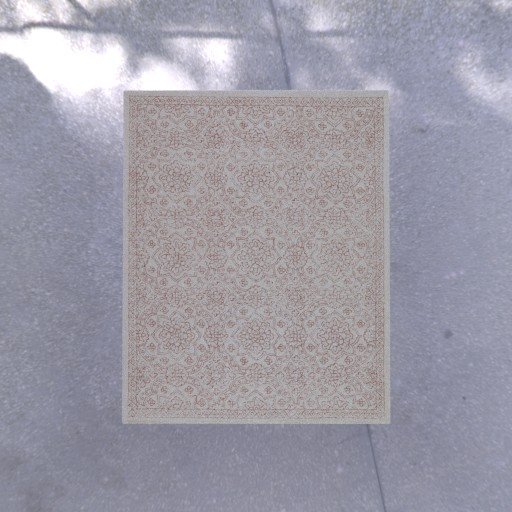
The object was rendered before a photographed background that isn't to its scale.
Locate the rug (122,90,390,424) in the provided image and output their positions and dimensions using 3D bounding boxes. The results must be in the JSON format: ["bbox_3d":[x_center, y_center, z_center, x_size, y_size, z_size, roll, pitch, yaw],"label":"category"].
[{"bbox_3d":[0.000,0.000,4.057,2.441,0.015,3.050,0,89,0],"label":"rug"}]
